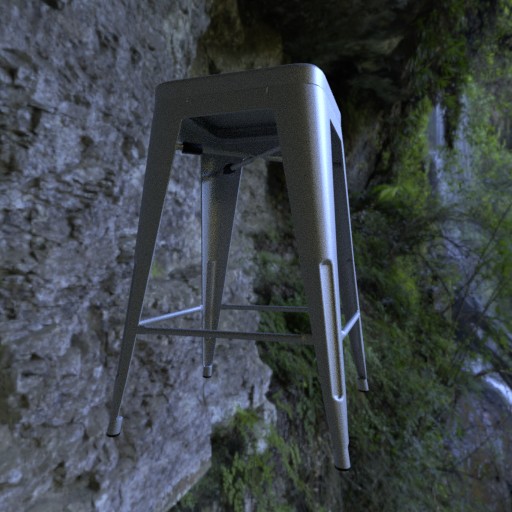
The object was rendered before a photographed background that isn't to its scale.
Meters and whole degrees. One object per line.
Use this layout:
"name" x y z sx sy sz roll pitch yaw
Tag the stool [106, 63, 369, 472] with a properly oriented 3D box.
"stool" 0.000 0.000 0.874 0.406 0.610 0.406 0 0 18
